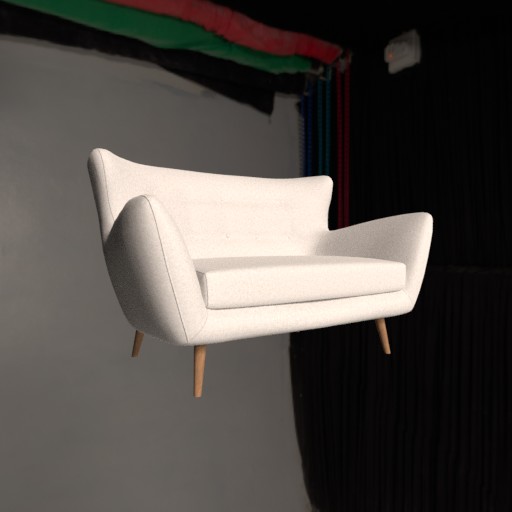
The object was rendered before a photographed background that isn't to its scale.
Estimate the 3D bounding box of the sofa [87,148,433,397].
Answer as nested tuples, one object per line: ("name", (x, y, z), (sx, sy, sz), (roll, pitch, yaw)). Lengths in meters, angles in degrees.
("sofa", (0.000, 0.000, 1.996), (1.424, 0.878, 0.921), (-1, 2, -36))
